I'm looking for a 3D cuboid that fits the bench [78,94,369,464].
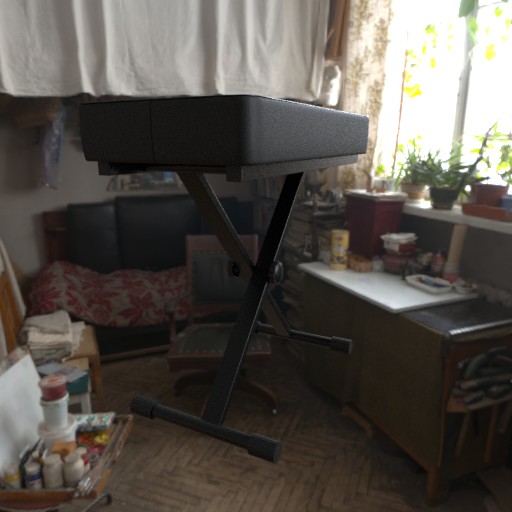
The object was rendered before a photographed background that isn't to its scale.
[{"bbox_3d":[0.000,0.000,0.903,0.300,0.561,0.600,7,16,26],"label":"bench"}]
